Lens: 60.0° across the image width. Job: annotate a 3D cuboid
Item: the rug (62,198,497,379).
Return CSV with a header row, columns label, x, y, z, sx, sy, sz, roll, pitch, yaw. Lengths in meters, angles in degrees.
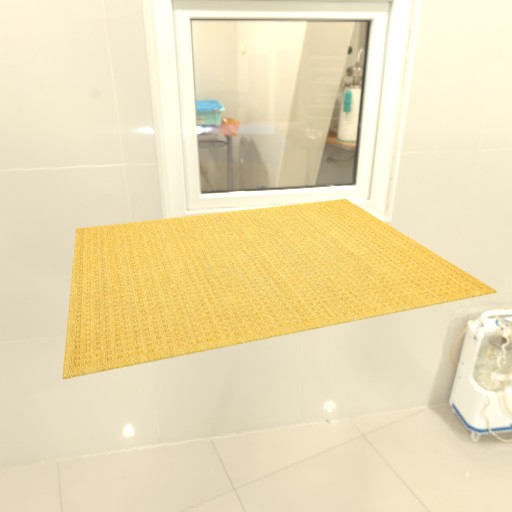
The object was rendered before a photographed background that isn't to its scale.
label,x,y,z,sx,sy,sz,roll,pitch,yaw
rug,0.000,0.000,4.153,3.242,0.015,2.486,-8,27,-17
